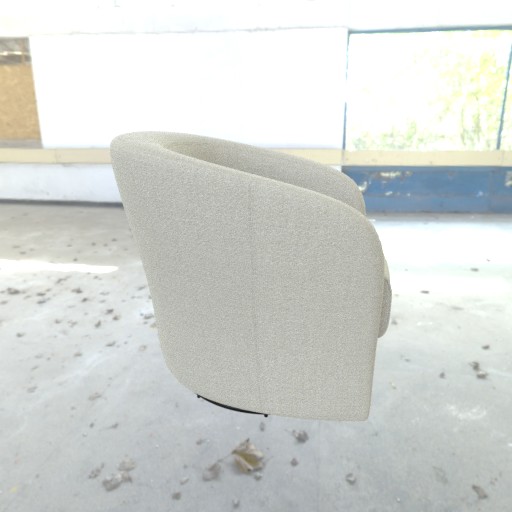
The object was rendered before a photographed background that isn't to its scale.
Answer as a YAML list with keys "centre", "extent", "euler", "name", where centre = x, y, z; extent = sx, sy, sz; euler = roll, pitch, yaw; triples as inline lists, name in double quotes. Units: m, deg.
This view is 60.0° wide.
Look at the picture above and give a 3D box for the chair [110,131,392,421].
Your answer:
- centre: [0.000, 0.000, 1.428]
  extent: [0.815, 0.771, 0.791]
  euler: [3, 17, 9]
  name: "chair"
